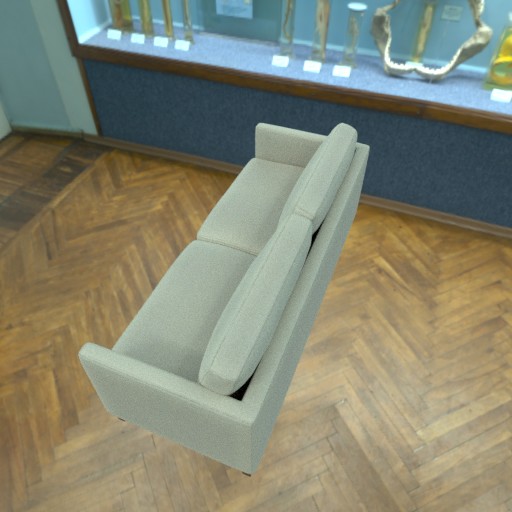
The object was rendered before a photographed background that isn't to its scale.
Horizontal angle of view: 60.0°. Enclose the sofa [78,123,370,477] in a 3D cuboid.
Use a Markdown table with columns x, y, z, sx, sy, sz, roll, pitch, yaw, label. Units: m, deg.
| x | y | z | sx | sy | sz | roll | pitch | yaw | label |
| --- | --- | --- | --- | --- | --- | --- | --- | --- | --- |
| 0.000 | 0.000 | 2.933 | 0.951 | 0.968 | 2.361 | 16 | 48 | 15 | sofa |
